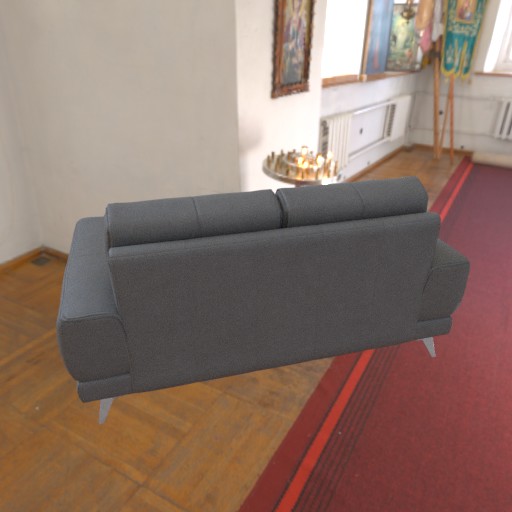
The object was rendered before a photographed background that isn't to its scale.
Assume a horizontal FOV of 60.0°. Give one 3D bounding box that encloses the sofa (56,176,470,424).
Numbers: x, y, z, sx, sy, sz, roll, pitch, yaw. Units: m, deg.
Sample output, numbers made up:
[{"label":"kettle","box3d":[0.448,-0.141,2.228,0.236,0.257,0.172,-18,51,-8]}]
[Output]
[{"label":"sofa","box3d":[0.000,0.000,2.253,1.806,0.907,1.018,-7,28,-14]}]
